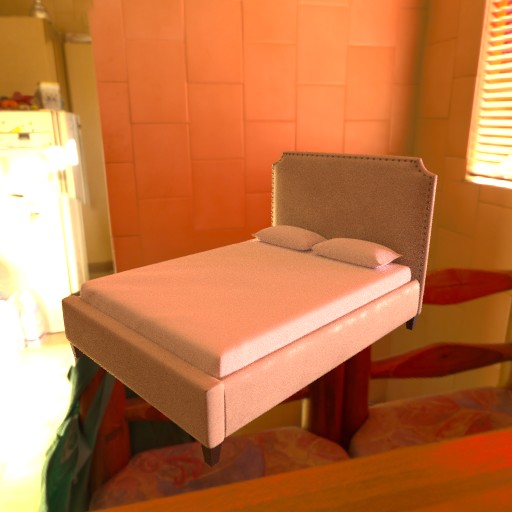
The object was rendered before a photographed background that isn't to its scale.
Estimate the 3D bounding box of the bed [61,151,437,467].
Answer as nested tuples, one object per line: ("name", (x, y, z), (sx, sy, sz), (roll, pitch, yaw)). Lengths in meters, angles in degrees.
("bed", (0.000, 0.000, 3.402), (1.712, 1.443, 2.372), (16, 22, 42))
